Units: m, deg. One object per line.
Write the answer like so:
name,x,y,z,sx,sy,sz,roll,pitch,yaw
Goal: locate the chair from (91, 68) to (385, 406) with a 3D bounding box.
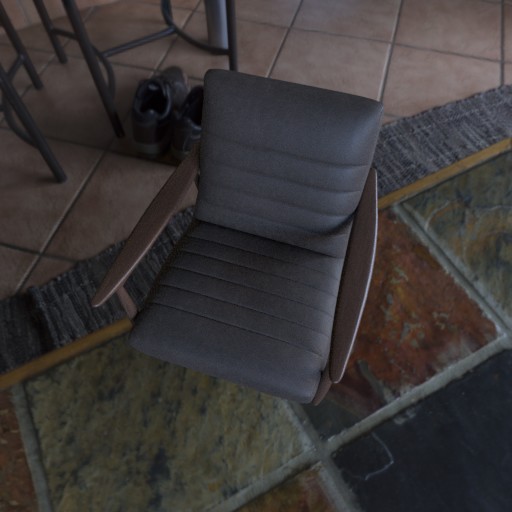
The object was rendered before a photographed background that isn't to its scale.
chair,0.000,0.000,1.492,0.741,0.831,0.798,16,60,9
